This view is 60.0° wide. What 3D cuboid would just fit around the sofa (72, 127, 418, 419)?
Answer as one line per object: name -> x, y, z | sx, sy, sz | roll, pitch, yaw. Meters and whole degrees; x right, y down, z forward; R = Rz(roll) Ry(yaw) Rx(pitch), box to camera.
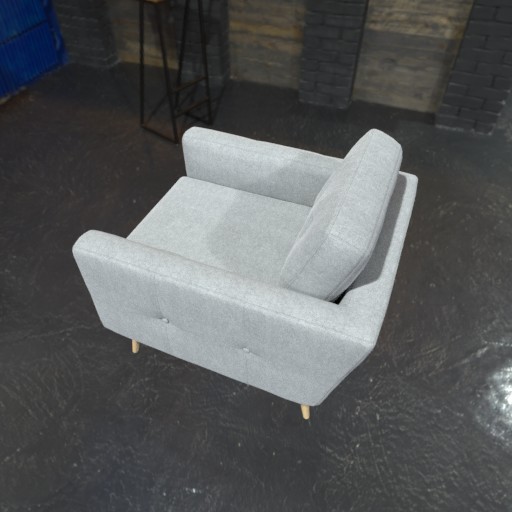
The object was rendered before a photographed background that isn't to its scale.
sofa -> 0.000, 0.000, 1.558 | 0.920, 0.860, 0.770 | 16, 48, 15
